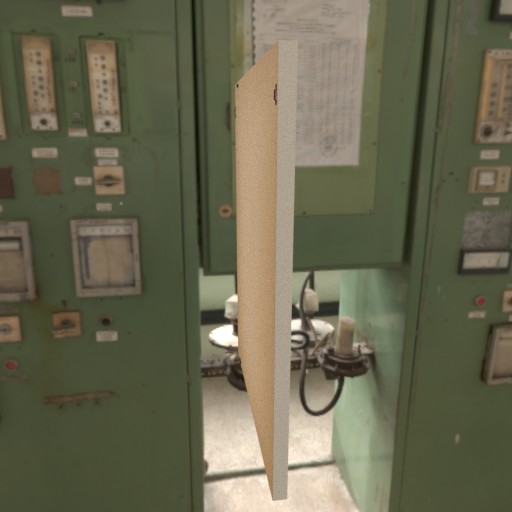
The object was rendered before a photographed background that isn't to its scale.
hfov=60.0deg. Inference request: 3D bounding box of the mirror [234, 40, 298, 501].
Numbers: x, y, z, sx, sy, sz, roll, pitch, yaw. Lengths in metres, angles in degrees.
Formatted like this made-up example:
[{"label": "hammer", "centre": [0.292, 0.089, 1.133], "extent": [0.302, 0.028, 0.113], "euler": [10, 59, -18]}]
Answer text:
[{"label": "mirror", "centre": [0.000, 0.000, 1.298], "extent": [0.041, 1.016, 0.762], "euler": [-2, 16, -8]}]
